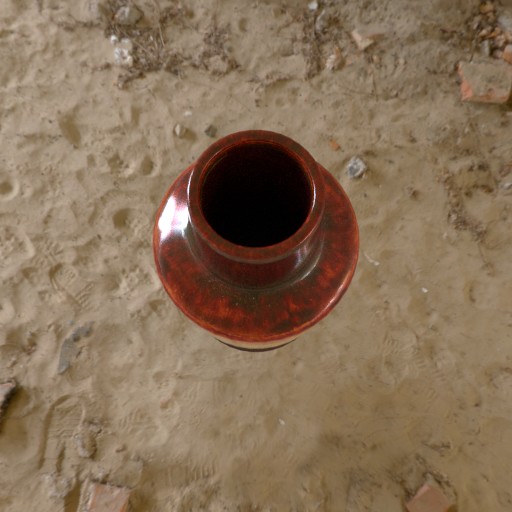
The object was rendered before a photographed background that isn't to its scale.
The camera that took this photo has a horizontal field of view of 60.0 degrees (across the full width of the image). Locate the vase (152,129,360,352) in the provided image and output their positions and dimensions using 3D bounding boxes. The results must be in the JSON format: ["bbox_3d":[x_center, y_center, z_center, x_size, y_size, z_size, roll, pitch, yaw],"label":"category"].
[{"bbox_3d":[0.000,0.000,0.268,0.108,0.204,0.108,0,76,0],"label":"vase"}]
